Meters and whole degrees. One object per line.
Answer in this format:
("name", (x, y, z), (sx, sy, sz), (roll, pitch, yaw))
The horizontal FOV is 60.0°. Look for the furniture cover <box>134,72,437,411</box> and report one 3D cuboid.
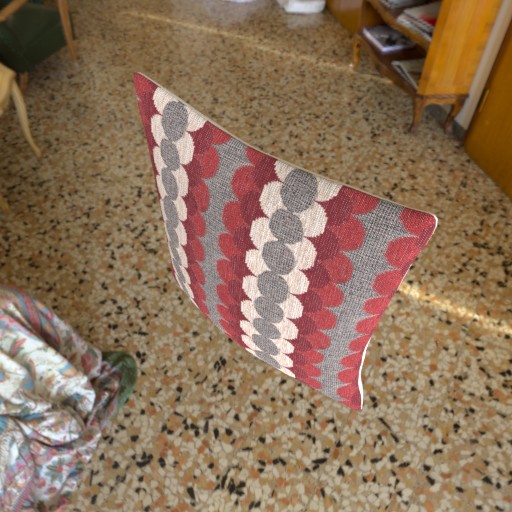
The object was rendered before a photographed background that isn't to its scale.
("furniture cover", (0.000, 0.000, 0.642), (0.435, 0.420, 0.145), (32, 55, 26))
